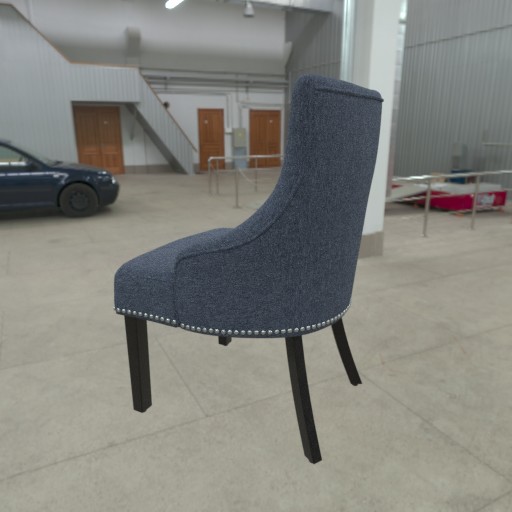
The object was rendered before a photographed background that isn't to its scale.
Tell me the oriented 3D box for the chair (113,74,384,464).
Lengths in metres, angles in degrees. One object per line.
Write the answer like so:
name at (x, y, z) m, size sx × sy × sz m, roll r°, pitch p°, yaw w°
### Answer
chair at (0.000, 0.000, 1.278) m, size 0.629 × 0.909 × 0.566 m, roll 8°, pitch 18°, yaw 26°
